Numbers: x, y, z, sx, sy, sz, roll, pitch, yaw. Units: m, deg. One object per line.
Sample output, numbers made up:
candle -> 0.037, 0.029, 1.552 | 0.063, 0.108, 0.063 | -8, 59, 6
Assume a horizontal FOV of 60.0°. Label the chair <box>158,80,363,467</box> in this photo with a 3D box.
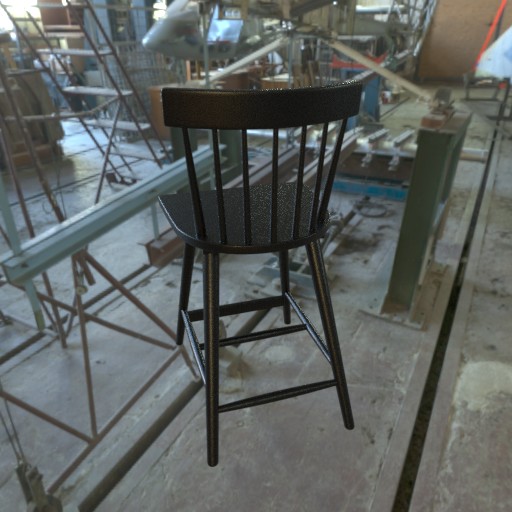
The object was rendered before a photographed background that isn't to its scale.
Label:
chair -> 0.000, 0.000, 1.283 | 0.483, 0.952, 0.572 | -8, 29, -15
